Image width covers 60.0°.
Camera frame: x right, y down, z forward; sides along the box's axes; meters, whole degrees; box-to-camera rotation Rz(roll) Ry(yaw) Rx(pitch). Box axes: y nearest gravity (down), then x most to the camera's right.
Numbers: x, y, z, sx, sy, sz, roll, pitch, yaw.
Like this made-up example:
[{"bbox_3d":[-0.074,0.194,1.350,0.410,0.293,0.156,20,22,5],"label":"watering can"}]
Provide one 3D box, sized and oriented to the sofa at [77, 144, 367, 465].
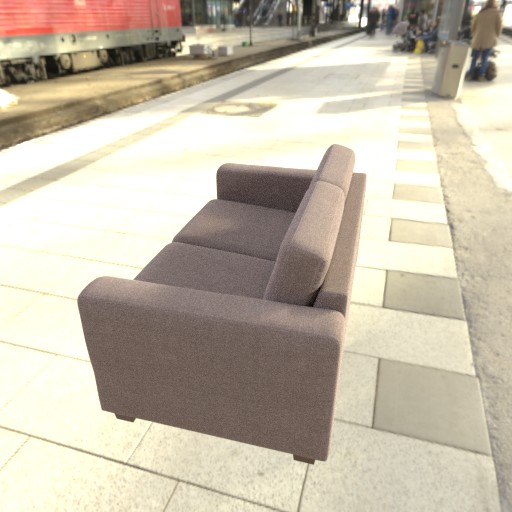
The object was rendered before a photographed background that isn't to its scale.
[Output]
[{"bbox_3d":[0.000,0.000,2.050,0.900,0.800,1.520,7,30,13],"label":"sofa"}]
